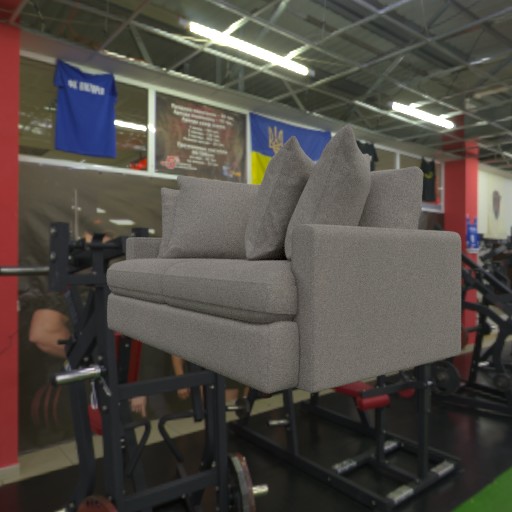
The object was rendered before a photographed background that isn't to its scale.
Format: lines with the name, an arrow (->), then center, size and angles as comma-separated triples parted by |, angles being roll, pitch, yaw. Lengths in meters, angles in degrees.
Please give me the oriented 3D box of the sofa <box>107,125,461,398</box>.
sofa -> 0.000, 0.000, 2.602 | 1.228, 1.080, 1.869 | 0, 0, -37
